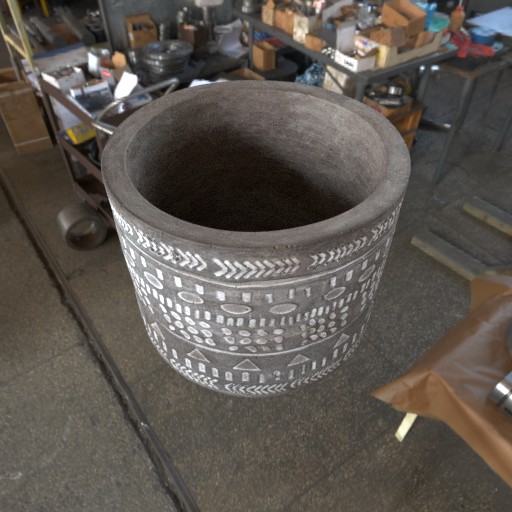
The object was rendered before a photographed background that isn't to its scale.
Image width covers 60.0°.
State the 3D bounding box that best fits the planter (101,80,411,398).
[{"bbox_3d":[0.000,0.000,0.221,0.122,0.128,0.122,0,45,0],"label":"planter"}]
